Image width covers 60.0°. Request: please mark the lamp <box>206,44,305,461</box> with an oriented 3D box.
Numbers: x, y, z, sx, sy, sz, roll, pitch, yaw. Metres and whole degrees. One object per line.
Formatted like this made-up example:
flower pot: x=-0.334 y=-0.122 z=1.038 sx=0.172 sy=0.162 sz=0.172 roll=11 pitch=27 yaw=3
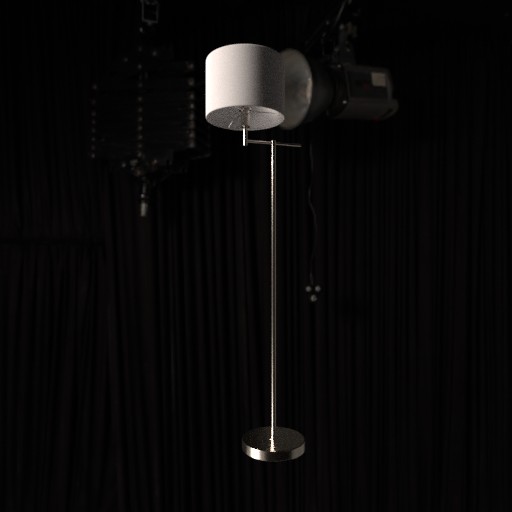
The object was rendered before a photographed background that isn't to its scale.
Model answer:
lamp: x=0.000 y=0.000 z=1.840 sx=0.416 sy=1.600 sz=0.324 roll=0 pitch=0 yaw=-17
